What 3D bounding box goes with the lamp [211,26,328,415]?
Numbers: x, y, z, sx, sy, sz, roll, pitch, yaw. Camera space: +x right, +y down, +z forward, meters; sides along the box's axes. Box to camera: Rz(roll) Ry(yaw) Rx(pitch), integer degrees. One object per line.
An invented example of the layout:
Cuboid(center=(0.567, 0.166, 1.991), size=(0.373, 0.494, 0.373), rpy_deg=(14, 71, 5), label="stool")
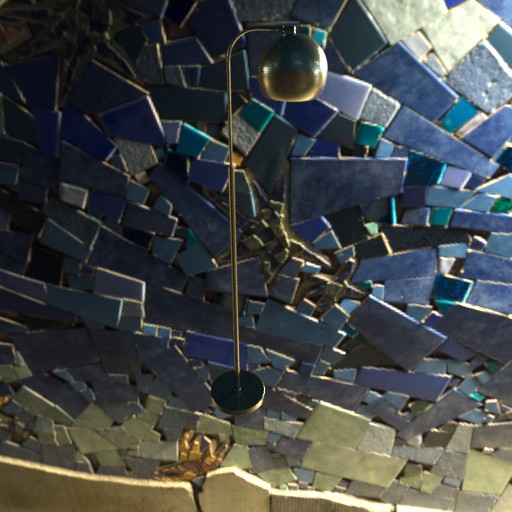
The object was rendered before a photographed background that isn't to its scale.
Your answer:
Cuboid(center=(0.000, 0.000, 1.653), size=(0.431, 1.526, 0.250), rpy_deg=(11, 32, 18), label="lamp")
